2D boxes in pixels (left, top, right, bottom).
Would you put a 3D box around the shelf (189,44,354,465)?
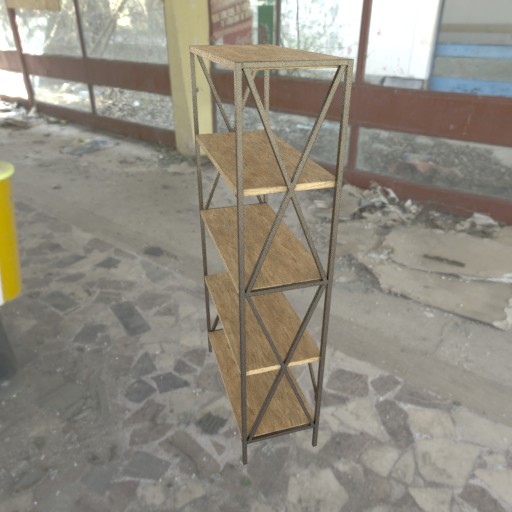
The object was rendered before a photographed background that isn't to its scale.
[{"bbox_3d":[0.000,0.000,2.145,0.386,1.803,0.874,-8,29,-14],"label":"shelf"}]
